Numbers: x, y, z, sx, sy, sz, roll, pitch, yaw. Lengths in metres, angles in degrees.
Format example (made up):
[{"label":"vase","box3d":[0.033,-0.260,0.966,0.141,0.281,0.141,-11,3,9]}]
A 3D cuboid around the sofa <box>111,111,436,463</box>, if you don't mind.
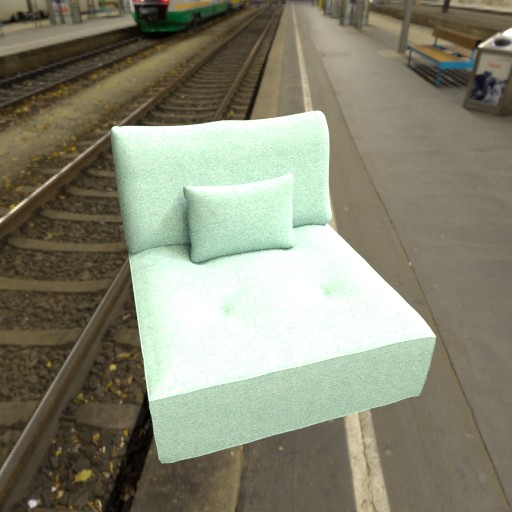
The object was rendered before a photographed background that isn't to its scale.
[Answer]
[{"label":"sofa","box3d":[0.000,0.000,1.676,0.930,0.820,1.000,-9,32,-15]}]
